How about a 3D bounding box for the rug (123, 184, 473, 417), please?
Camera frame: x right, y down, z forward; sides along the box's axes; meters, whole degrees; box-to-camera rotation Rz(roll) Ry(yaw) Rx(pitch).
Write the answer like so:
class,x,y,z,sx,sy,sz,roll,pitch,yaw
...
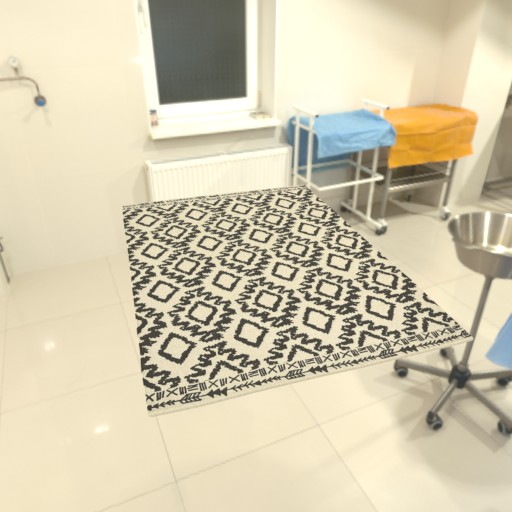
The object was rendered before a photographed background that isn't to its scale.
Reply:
class,x,y,z,sx,sy,sz,roll,pitch,yaw
rug,0.000,0.000,4.415,2.444,0.036,3.369,-9,31,-15
